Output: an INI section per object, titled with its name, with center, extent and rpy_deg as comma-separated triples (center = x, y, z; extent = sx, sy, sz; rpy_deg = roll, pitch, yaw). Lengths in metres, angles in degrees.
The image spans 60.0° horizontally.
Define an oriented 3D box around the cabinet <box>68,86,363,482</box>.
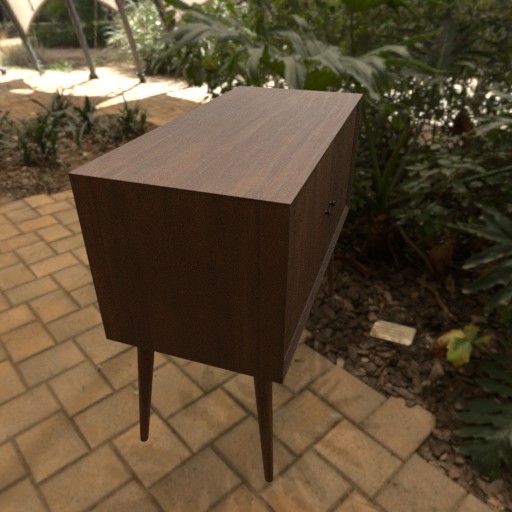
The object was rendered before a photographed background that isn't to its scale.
[cabinet]
center = 0.000, 0.000, 1.100
extent = 0.354, 0.654, 0.743
rpy_deg = 10, 33, 16
